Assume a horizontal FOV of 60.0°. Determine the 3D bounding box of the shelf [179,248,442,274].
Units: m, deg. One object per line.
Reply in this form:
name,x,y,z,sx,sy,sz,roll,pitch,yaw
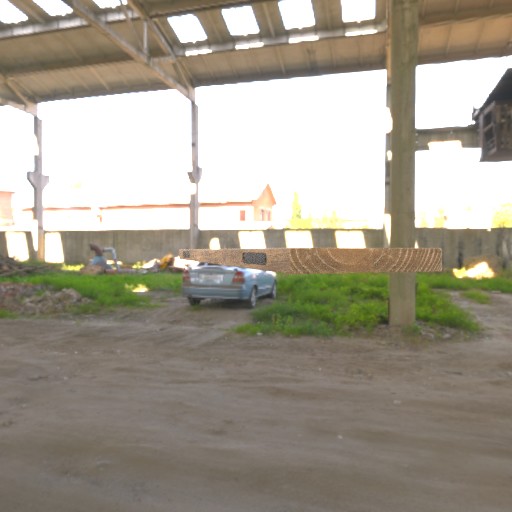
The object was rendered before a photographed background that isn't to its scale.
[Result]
shelf,0.000,0.000,0.648,0.140,0.020,0.610,0,1,-18
